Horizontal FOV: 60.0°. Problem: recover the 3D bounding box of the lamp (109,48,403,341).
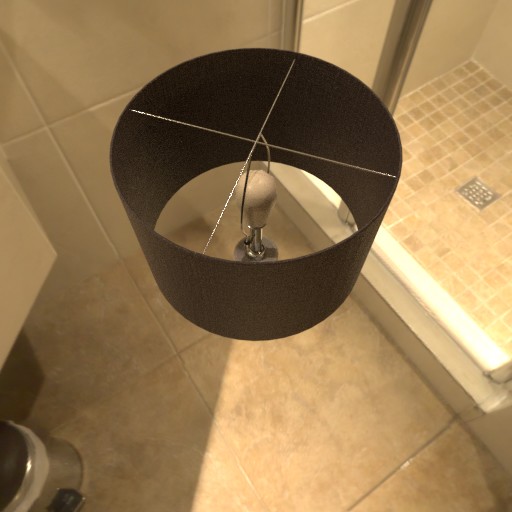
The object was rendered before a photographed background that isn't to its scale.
[{"bbox_3d":[0.000,0.000,0.673,0.303,0.488,0.303,0,60,0],"label":"lamp"}]
